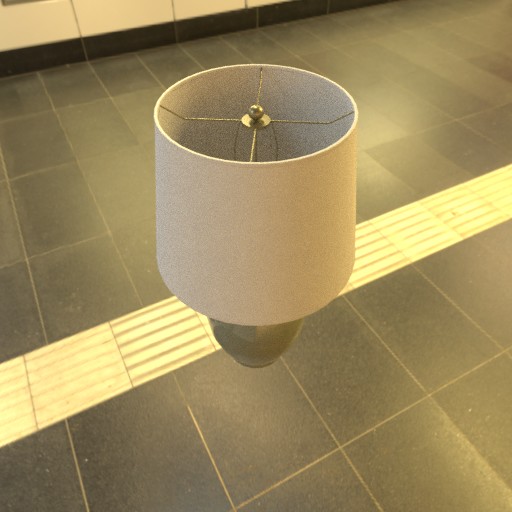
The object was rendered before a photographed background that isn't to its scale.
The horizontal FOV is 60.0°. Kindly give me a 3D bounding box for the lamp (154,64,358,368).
[{"bbox_3d":[0.000,0.000,0.555,0.239,0.399,0.239,0,46,0],"label":"lamp"}]
